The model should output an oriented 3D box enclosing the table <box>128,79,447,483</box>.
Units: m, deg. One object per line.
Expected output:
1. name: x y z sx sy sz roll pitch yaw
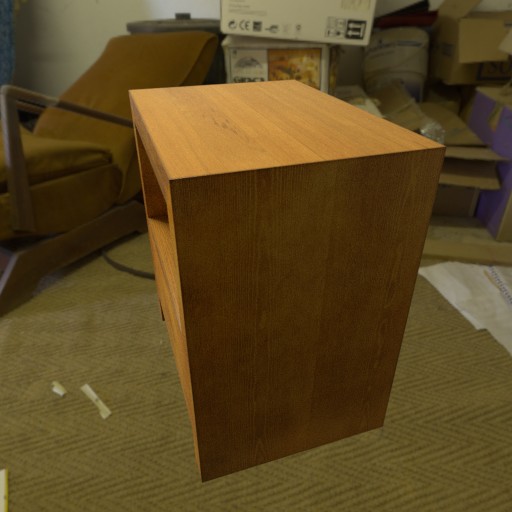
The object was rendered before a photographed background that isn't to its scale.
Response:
1. table: 0.000 0.000 0.953 0.400 0.605 0.550 -10 33 -16
